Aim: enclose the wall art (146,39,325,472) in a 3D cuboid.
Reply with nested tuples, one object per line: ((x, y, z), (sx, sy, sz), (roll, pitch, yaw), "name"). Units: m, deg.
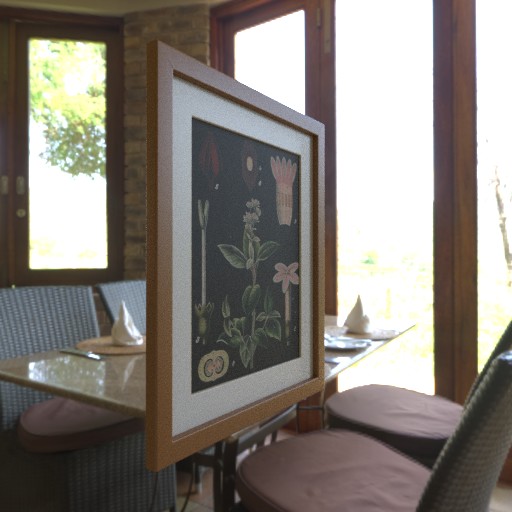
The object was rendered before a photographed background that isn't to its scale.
((0.000, 0.000, 0.746), (0.021, 0.550, 0.449), (0, 0, 37), "wall art")
